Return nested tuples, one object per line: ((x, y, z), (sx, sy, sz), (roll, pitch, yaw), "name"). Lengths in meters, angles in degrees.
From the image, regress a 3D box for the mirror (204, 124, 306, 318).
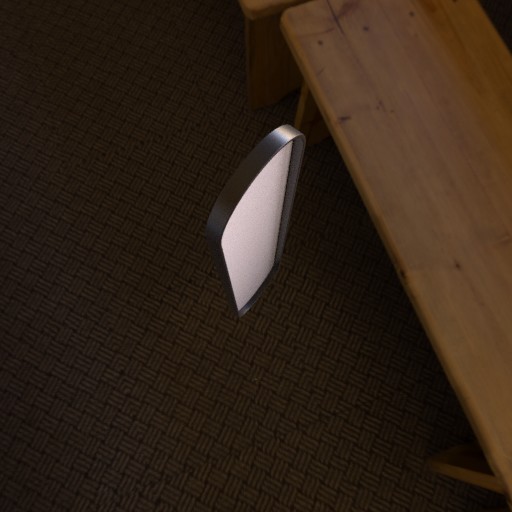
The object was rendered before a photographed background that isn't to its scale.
((0.000, 0.000, 1.079), (0.032, 0.991, 0.222), (37, 78, 9), "mirror")
